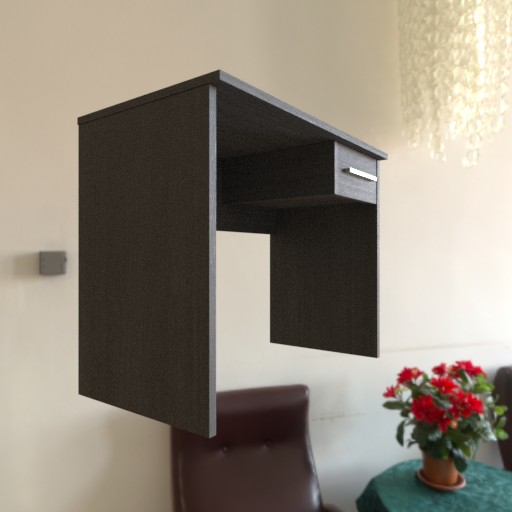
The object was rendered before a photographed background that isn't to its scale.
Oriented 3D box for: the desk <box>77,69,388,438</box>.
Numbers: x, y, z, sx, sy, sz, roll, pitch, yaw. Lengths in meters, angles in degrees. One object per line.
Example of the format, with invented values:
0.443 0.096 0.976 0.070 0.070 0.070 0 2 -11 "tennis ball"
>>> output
0.000 0.000 1.366 0.498 0.724 0.893 0 0 37 "desk"
